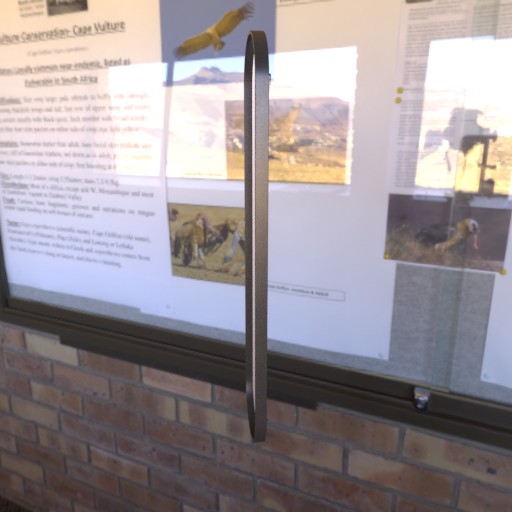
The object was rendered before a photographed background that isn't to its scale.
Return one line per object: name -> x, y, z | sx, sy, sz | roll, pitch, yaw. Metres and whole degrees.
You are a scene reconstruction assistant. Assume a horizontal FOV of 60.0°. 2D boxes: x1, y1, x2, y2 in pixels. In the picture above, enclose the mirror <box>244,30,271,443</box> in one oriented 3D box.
mirror -> 0.000, 0.000, 1.074 | 0.032, 0.991, 0.222 | -2, 15, -7
